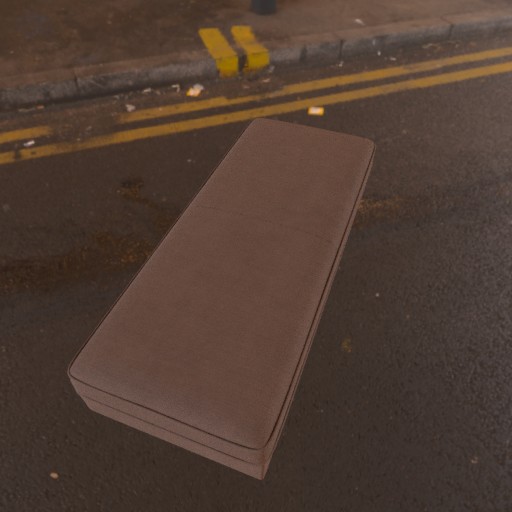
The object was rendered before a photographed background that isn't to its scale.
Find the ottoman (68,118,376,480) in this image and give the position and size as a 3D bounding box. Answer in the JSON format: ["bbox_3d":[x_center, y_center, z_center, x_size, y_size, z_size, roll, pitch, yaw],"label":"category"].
[{"bbox_3d":[0.000,0.000,2.038,0.751,0.470,1.764,16,49,14],"label":"ottoman"}]
